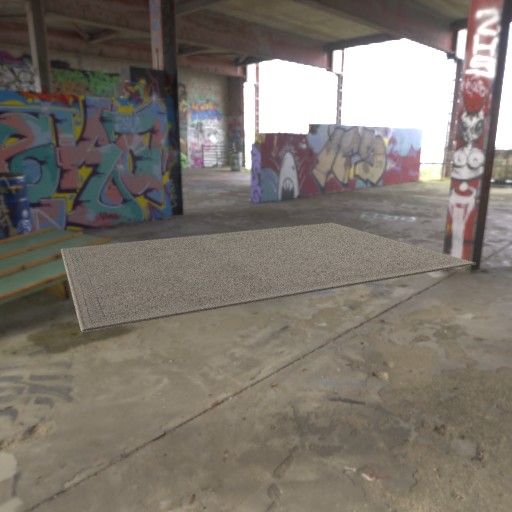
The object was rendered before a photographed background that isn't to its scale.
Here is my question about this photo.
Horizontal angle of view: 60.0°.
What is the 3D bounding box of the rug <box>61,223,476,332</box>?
[{"bbox_3d":[0.000,0.000,2.328,1.829,0.010,1.219,-7,16,-25],"label":"rug"}]
